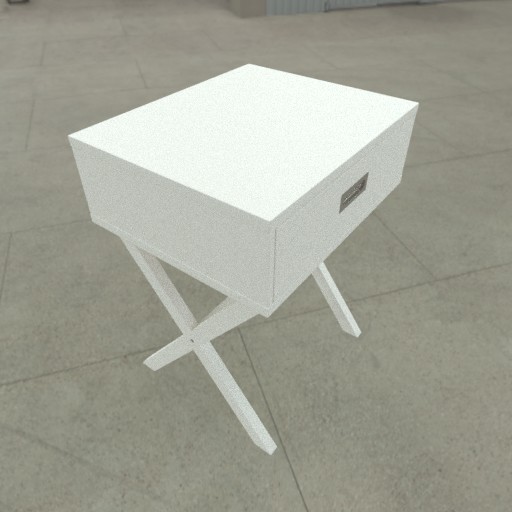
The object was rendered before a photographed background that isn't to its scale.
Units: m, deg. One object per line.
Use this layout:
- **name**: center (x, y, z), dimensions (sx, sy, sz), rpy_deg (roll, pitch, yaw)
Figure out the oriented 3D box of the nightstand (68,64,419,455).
- **nightstand**: center (0.000, 0.000, 0.968), dimensions (0.402, 0.623, 0.479), rpy_deg (26, 46, 28)
